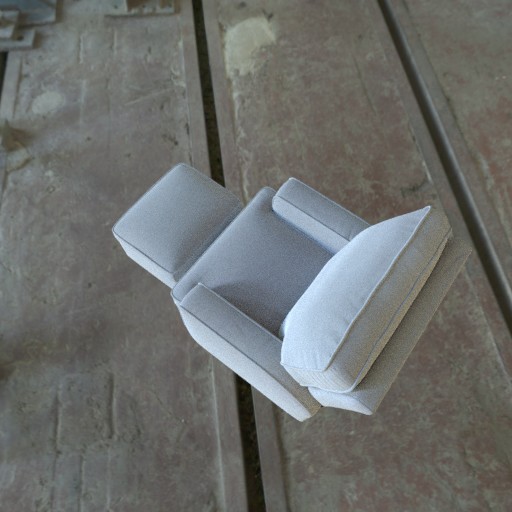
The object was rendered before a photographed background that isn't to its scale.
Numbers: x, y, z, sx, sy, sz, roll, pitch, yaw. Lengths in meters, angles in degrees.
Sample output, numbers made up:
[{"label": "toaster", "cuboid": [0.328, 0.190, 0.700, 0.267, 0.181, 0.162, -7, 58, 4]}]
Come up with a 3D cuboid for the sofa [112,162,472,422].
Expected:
[{"label": "sofa", "cuboid": [0.000, 0.000, 2.037, 1.472, 0.959, 0.861, 34, 68, 16]}]
